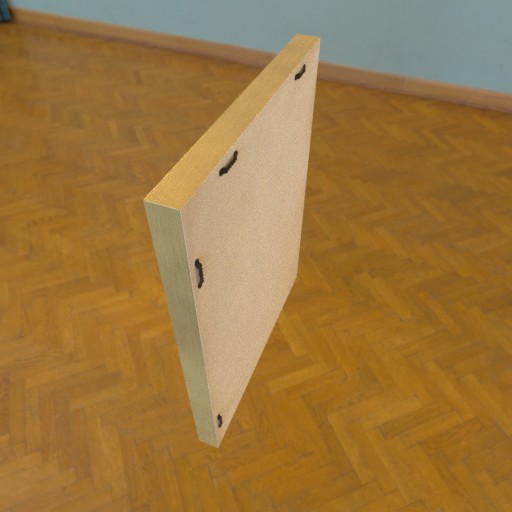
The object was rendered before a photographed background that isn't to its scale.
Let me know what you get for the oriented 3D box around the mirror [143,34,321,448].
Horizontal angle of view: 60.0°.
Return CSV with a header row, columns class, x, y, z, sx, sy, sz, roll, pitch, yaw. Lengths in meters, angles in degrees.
class,x,y,z,sx,sy,sz,roll,pitch,yaw
mirror,0.000,0.000,0.680,0.041,0.509,0.406,16,48,15
